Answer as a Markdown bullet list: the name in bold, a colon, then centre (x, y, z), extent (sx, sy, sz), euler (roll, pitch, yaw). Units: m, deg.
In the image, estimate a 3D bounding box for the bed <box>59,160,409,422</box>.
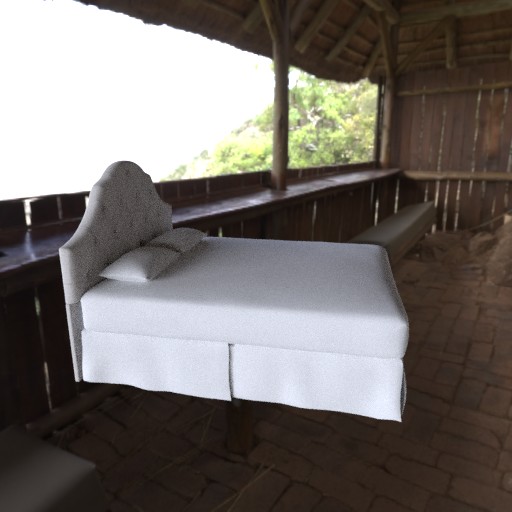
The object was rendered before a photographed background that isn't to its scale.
- **bed**: centre (0.000, 0.000, 3.908), extent (2.477, 1.617, 2.039), euler (3, 17, 11)
